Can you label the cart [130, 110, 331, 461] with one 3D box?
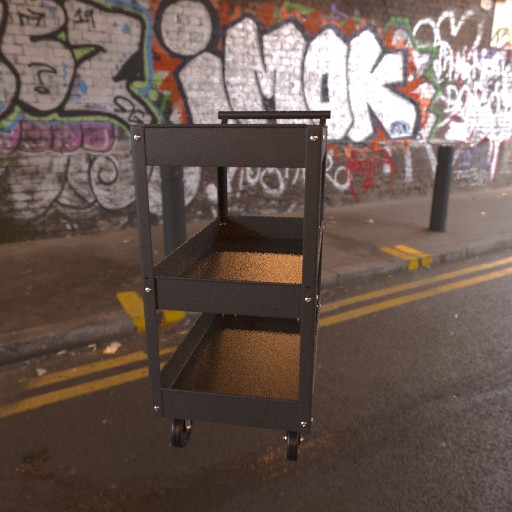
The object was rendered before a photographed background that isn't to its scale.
[{"bbox_3d":[0.000,0.000,1.211,0.366,0.780,0.719,3,16,9],"label":"cart"}]
